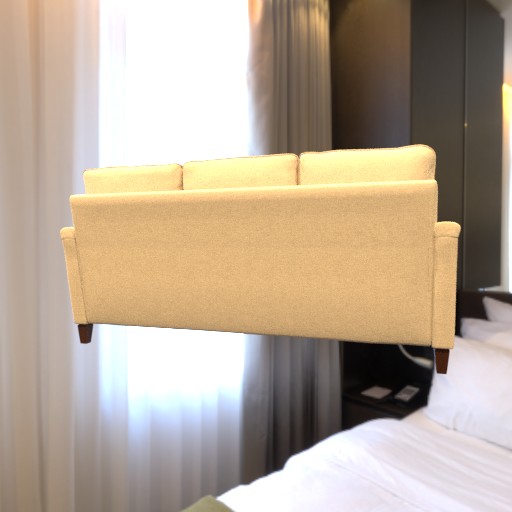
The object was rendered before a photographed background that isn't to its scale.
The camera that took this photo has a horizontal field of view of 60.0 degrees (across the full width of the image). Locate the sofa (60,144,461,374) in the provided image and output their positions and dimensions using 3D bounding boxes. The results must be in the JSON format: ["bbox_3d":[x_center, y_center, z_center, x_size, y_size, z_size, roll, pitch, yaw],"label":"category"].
[{"bbox_3d":[0.000,0.000,2.379,1.925,0.961,0.828,0,2,18],"label":"sofa"}]
